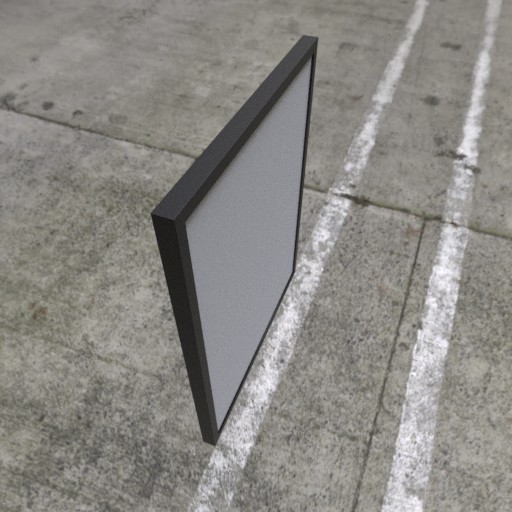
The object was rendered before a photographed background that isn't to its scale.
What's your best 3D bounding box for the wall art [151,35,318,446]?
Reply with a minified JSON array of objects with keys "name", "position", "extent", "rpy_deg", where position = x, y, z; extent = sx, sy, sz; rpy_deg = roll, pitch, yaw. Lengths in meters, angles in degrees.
[{"name":"wall art","position":[0.000,0.000,0.537],"extent":[0.018,0.397,0.325],"rpy_deg":[17,49,15]}]
